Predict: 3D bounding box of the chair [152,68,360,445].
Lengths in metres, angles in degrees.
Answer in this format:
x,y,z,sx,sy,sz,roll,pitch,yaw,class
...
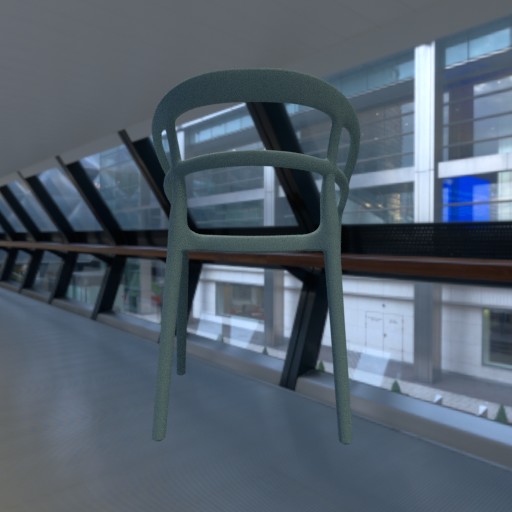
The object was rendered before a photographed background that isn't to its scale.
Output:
x,y,z,sx,sy,sz,roll,pitch,yaw,class
0.000,0.000,1.151,0.559,0.761,0.527,0,1,2,chair
